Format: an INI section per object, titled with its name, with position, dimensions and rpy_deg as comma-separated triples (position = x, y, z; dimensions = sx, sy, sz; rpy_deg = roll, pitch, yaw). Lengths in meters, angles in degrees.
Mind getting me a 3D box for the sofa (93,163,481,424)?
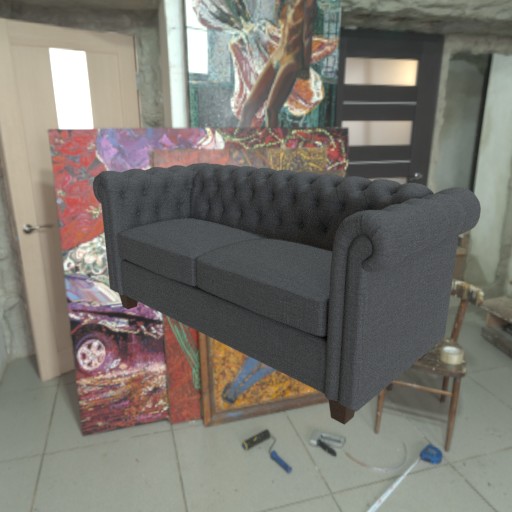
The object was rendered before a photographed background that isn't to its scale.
[sofa]
position = 0.000, 0.000, 2.212
dimensions = 1.798, 0.797, 0.783
rpy_deg = 16, 23, 42
